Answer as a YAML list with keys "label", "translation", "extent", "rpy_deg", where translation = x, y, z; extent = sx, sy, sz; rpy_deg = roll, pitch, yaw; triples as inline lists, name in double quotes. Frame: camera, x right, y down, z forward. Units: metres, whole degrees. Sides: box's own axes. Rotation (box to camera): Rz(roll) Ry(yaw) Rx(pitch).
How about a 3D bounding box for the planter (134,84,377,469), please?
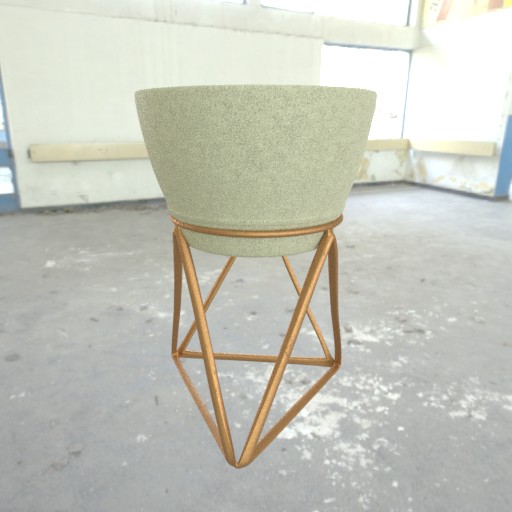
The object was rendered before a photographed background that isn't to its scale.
- label: "planter"
  translation: [0.000, 0.000, 0.732]
  extent: [0.350, 0.504, 0.350]
  rpy_deg: [-8, 19, -24]
